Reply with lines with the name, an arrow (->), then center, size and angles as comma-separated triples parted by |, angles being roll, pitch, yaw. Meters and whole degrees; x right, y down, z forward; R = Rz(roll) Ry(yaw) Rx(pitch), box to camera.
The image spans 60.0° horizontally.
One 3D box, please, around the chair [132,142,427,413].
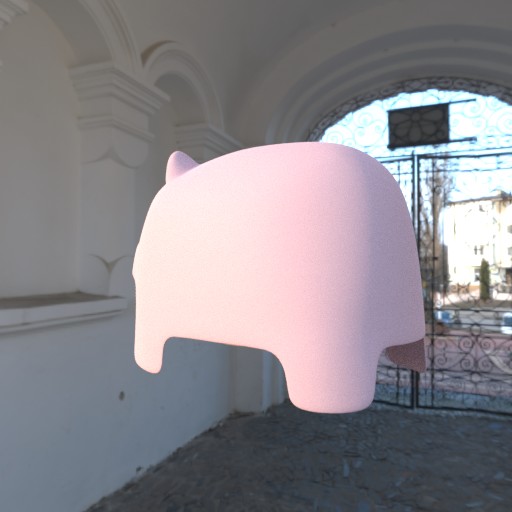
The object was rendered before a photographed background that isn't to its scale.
chair -> 0.000, 0.000, 0.857 | 0.619, 0.423, 0.364 | -1, -2, 38
